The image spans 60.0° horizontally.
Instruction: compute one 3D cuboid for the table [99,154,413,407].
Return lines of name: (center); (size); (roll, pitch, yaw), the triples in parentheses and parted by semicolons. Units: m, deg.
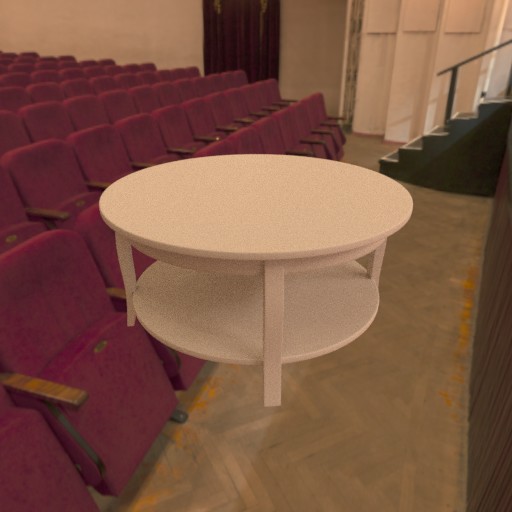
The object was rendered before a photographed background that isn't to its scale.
table: (0.000, 0.000, 1.447); (0.910, 0.457, 0.910); (0, 26, 0)
